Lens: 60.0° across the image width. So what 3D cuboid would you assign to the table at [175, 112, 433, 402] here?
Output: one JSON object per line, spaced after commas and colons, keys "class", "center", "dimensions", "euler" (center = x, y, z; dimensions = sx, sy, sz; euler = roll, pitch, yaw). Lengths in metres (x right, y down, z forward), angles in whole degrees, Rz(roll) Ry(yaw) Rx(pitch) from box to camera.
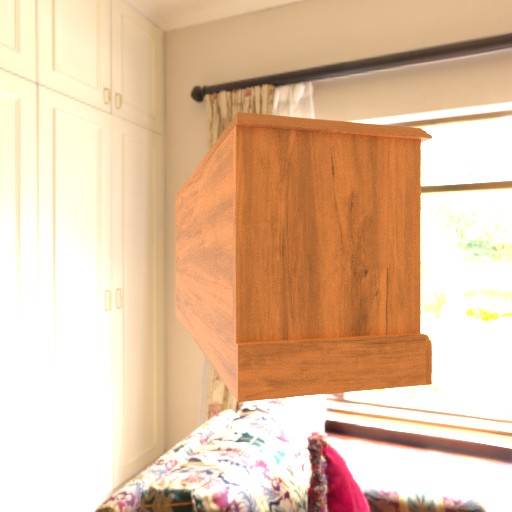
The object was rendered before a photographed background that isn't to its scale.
{"class": "table", "center": [0.000, 0.000, 1.410], "dimensions": [0.400, 0.510, 1.200], "euler": [0, 0, -16]}
